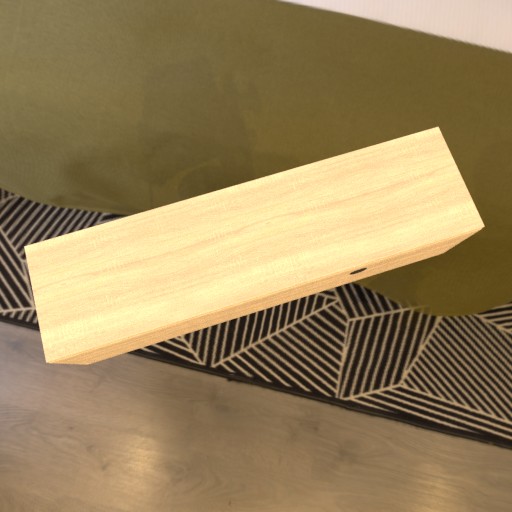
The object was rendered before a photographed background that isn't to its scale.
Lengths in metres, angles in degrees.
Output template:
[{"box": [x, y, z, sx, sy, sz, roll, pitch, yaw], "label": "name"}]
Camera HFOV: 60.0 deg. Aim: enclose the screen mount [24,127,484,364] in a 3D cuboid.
[{"box": [0.000, 0.000, 1.736, 1.500, 0.509, 0.401, -17, 76, -4], "label": "screen mount"}]
